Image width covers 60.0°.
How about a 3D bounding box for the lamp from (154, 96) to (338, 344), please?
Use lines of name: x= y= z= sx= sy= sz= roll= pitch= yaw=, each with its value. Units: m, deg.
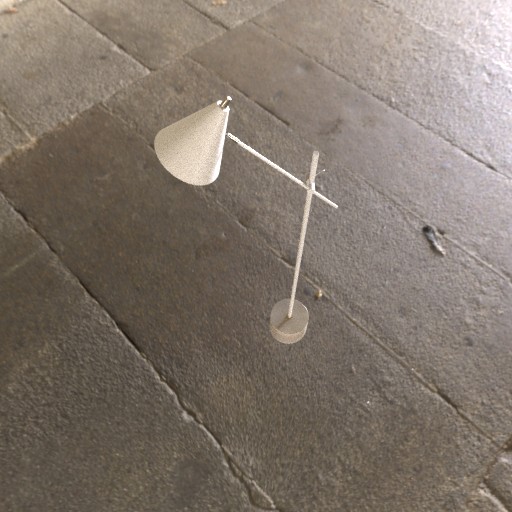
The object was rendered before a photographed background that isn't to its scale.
lamp: x=0.000 y=0.000 z=1.620 sx=0.508 sy=1.430 sz=0.223 roll=1 pitch=59 yaw=0
